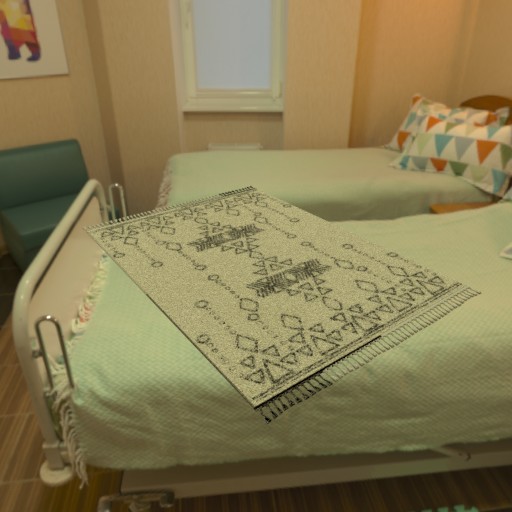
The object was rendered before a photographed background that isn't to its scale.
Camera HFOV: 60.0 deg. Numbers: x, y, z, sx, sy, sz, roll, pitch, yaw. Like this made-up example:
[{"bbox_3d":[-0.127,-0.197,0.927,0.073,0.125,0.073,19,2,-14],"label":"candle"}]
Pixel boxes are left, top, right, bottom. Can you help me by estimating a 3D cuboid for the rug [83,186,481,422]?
[{"bbox_3d":[0.000,0.000,3.004,1.600,0.013,2.312,-19,34,-32],"label":"rug"}]
